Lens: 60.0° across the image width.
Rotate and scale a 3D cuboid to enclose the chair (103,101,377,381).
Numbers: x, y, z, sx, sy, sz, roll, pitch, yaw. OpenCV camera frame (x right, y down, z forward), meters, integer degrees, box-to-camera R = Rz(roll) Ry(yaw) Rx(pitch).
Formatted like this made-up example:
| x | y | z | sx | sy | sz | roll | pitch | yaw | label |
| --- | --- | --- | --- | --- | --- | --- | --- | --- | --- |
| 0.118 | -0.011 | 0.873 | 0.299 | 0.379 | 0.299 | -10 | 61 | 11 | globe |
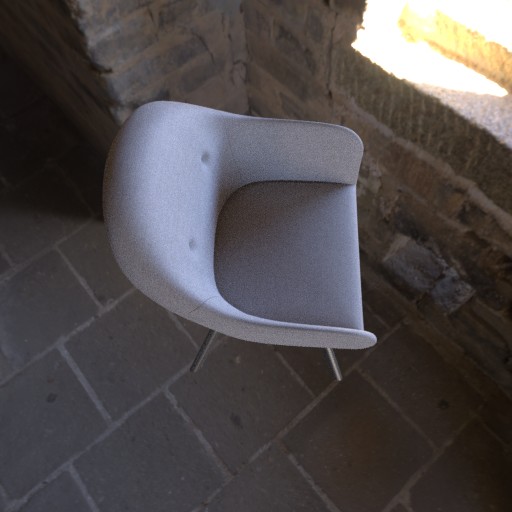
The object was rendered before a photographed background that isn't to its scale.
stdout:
| x | y | z | sx | sy | sz | roll | pitch | yaw | label |
| --- | --- | --- | --- | --- | --- | --- | --- | --- | --- |
| 0.000 | 0.000 | 1.162 | 0.570 | 0.780 | 0.540 | 3 | 63 | 1 | chair |
